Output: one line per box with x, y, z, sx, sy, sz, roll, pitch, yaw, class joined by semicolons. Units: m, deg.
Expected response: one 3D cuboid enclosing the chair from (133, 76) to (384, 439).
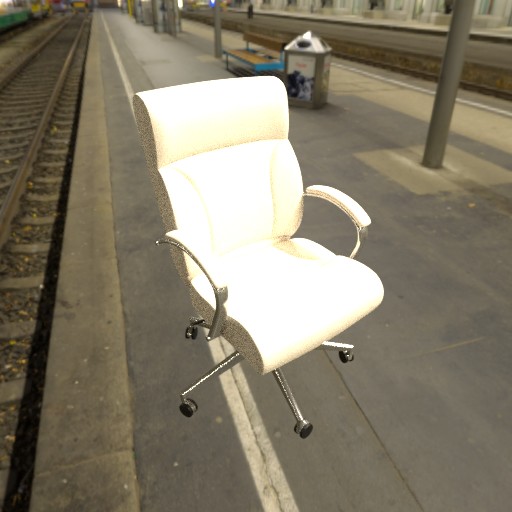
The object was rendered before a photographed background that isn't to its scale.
0.000;0.000;1.575;0.727;1.099;0.745;-22;37;-33;chair
